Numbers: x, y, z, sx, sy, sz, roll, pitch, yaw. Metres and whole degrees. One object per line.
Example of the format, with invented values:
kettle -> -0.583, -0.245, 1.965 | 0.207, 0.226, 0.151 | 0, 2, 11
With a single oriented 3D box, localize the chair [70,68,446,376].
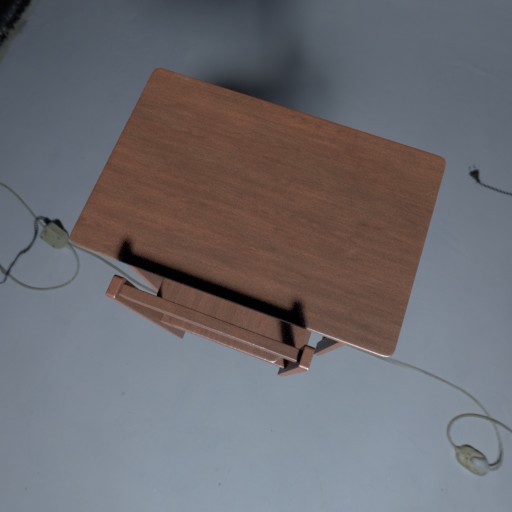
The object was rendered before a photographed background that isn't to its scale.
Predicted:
chair -> 0.000, 0.000, 1.061 | 0.599, 0.673, 0.463 | 19, 75, 5
